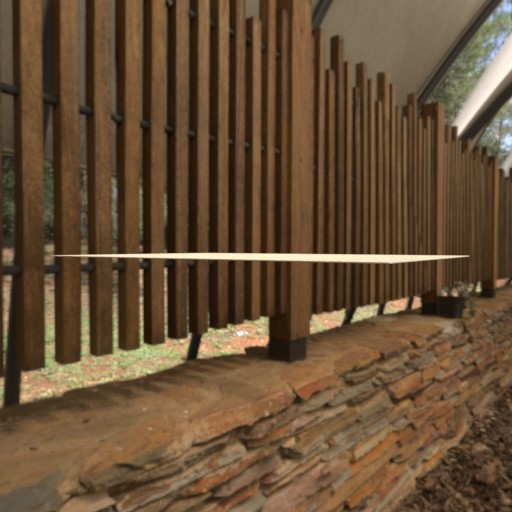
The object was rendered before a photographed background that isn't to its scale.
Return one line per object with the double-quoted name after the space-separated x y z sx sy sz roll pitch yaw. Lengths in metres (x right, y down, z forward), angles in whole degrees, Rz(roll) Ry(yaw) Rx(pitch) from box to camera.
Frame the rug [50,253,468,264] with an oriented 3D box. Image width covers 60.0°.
0.000 0.000 2.894 2.289 0.006 1.523 1 1 36 "rug"
